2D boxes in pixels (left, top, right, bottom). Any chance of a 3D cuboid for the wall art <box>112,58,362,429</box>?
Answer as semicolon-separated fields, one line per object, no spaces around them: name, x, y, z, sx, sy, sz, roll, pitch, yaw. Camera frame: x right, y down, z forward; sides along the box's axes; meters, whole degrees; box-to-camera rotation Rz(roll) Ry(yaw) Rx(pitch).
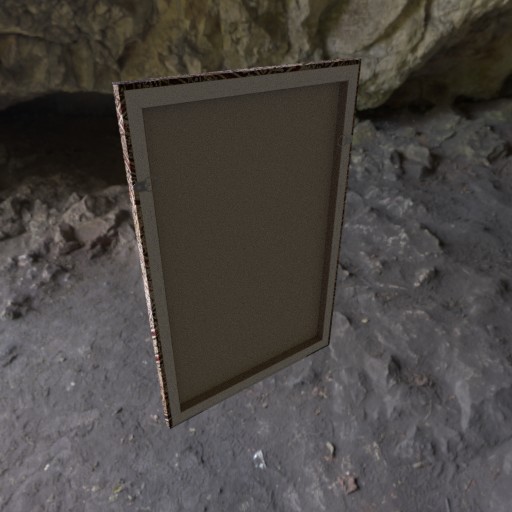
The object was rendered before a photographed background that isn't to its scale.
wall art;0.000;0.000;0.763;0.397;0.599;0.020;-20;36;-29
